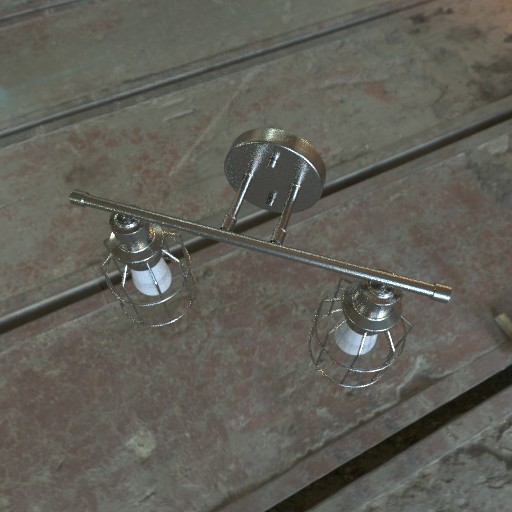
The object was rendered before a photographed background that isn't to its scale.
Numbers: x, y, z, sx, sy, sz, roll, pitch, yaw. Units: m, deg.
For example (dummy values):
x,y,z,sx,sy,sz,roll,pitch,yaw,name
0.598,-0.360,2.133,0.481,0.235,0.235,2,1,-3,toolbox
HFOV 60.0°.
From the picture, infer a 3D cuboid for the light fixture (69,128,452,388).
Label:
x,y,z,sx,sy,sz,roll,pitch,yaw,name
0.000,0.000,0.532,0.406,0.254,0.165,15,60,9,light fixture
